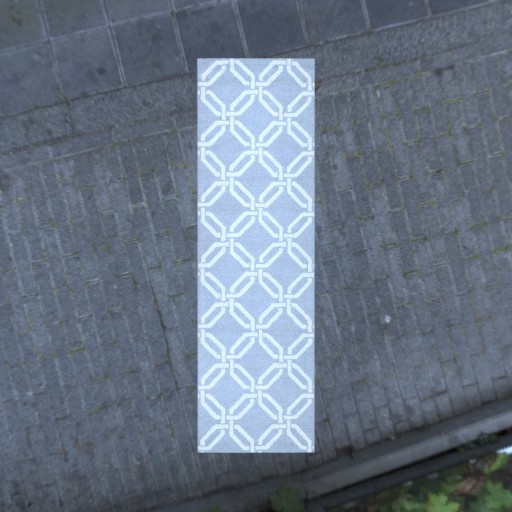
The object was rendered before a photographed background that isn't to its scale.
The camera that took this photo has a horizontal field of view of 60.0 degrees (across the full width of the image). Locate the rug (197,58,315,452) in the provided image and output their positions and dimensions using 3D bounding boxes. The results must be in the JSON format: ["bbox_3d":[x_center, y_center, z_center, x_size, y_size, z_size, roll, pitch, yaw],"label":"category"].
[{"bbox_3d":[0.000,0.000,2.560,0.678,0.014,2.276,0,90,0],"label":"rug"}]
